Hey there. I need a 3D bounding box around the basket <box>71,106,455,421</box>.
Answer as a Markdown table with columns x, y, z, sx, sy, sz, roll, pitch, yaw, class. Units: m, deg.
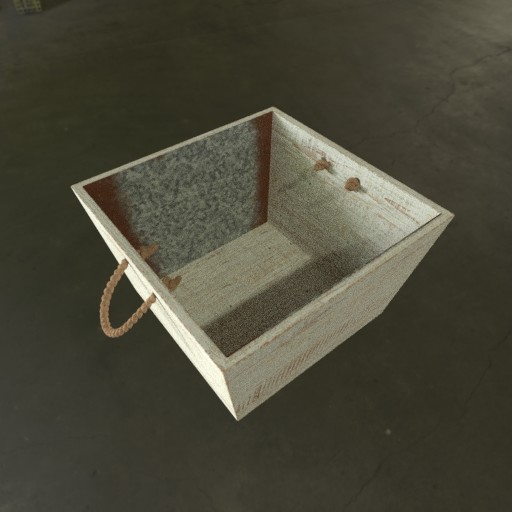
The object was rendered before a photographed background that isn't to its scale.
| x | y | z | sx | sy | sz | roll | pitch | yaw | class |
| --- | --- | --- | --- | --- | --- | --- | --- | --- | --- |
| 0.000 | 0.000 | 0.757 | 0.545 | 0.247 | 0.413 | -30 | 53 | -25 | basket |
